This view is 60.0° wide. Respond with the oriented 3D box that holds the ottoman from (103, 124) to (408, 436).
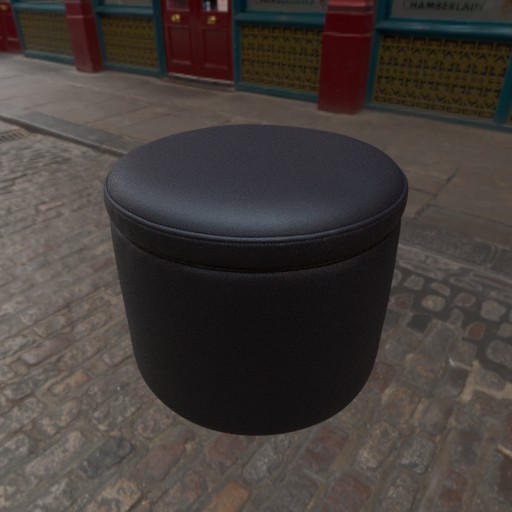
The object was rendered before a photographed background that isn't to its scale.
[{"bbox_3d":[0.000,0.000,0.839,0.501,0.409,0.501,0,31,0],"label":"ottoman"}]
